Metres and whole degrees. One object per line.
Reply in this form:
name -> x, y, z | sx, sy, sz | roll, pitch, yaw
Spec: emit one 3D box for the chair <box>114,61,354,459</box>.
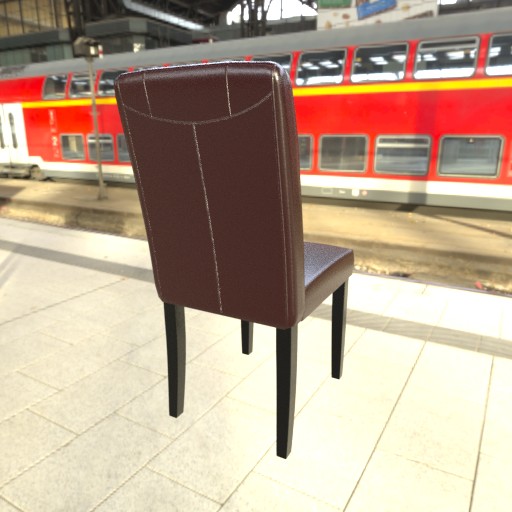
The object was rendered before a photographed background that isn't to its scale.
chair -> 0.000, 0.000, 1.194 | 0.399, 0.897, 0.556 | 9, 18, 27
